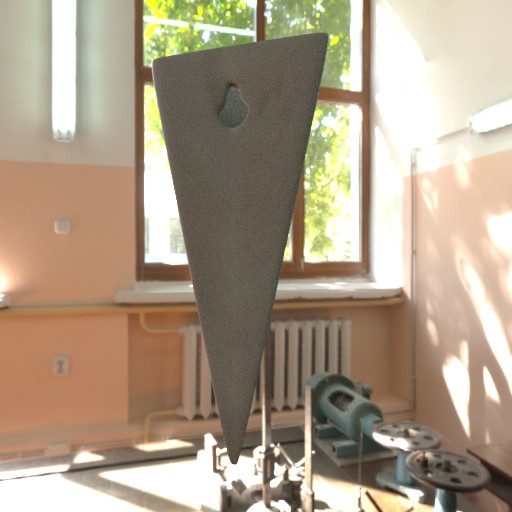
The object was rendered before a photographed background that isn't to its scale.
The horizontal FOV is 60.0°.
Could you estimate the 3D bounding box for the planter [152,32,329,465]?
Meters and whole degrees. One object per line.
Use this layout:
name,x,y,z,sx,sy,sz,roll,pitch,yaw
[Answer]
planter,0.000,0.000,0.273,0.101,0.224,0.081,0,1,18
